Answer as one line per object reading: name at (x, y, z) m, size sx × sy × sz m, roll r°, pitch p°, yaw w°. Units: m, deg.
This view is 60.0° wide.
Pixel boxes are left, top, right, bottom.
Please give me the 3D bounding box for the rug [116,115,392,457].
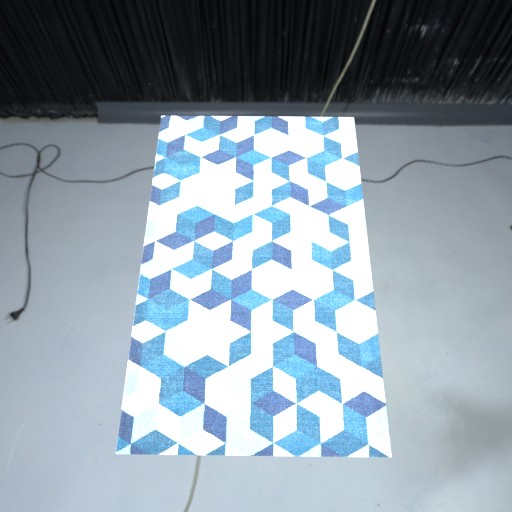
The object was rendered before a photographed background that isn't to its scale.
rug at (0.000, 0.000, 2.964) m, size 1.518 × 0.015 × 2.438 m, roll 1°, pitch 64°, yaw 0°
